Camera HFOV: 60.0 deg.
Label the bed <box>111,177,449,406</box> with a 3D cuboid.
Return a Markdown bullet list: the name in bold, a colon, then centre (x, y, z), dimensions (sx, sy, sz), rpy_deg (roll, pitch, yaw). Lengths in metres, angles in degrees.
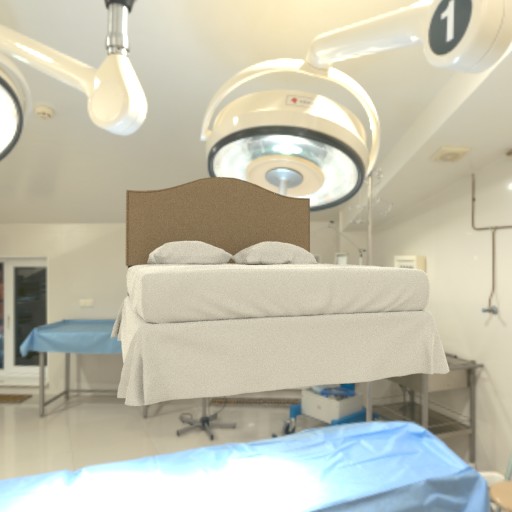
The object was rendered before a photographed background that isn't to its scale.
- **bed**: centre (0.000, 0.000, 3.726), dimensions (2.311, 1.651, 2.222), rpy_deg (0, 0, -19)
